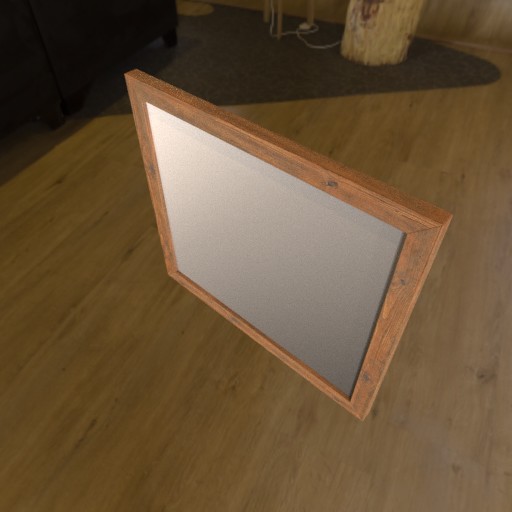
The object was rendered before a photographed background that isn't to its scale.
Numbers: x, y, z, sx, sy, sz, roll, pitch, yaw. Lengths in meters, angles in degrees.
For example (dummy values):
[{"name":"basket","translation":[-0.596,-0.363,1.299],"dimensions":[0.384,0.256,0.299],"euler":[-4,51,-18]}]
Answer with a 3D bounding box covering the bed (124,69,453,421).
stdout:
[{"name":"bed","translation":[0.000,0.000,1.482],"dimensions":[1.046,0.942,0.046],"euler":[33,54,27]}]
